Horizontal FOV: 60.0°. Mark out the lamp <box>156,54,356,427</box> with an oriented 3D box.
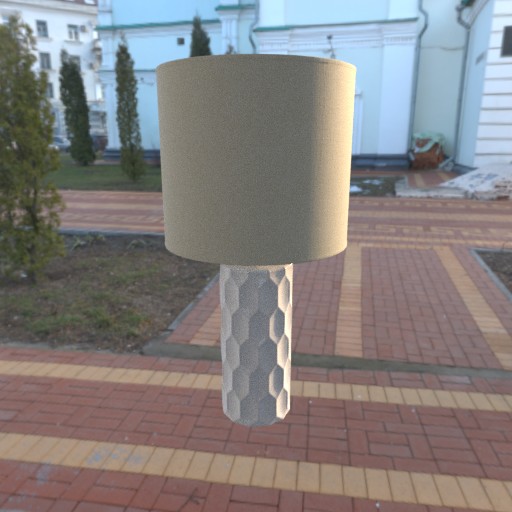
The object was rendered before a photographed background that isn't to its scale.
[{"bbox_3d":[0.000,0.000,0.693,0.277,0.537,0.277,7,16,24],"label":"lamp"}]
